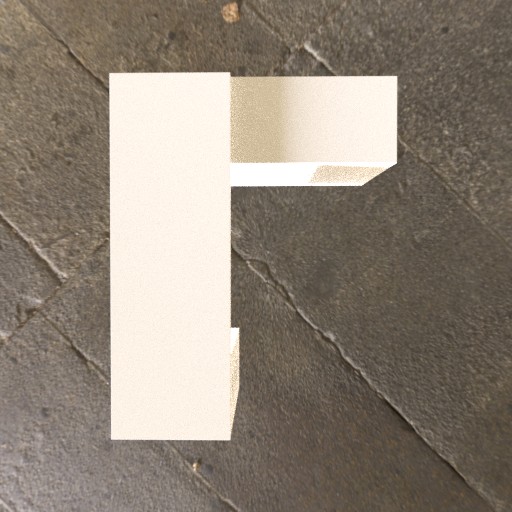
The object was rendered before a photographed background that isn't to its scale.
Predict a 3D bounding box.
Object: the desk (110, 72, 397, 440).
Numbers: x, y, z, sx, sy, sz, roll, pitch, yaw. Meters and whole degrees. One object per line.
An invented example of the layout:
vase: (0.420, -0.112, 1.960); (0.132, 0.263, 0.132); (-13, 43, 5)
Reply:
desk: (0.000, 0.000, 2.215); (1.199, 0.759, 1.524); (0, 91, 1)
